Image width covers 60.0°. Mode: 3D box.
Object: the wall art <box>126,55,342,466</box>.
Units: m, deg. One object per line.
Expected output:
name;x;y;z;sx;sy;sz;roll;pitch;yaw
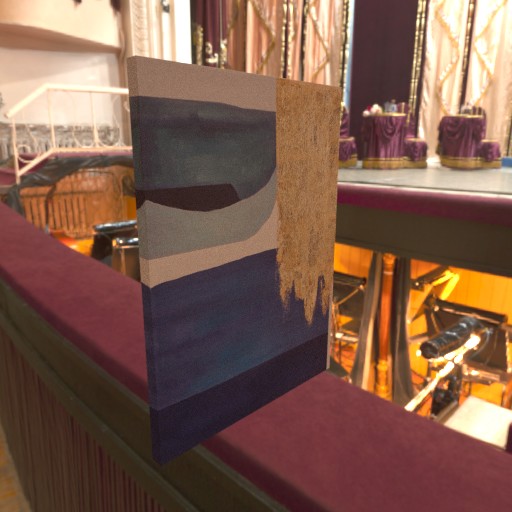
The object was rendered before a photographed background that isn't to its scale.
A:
wall art;0.000;0.000;0.805;0.026;0.613;0.458;14;19;43
